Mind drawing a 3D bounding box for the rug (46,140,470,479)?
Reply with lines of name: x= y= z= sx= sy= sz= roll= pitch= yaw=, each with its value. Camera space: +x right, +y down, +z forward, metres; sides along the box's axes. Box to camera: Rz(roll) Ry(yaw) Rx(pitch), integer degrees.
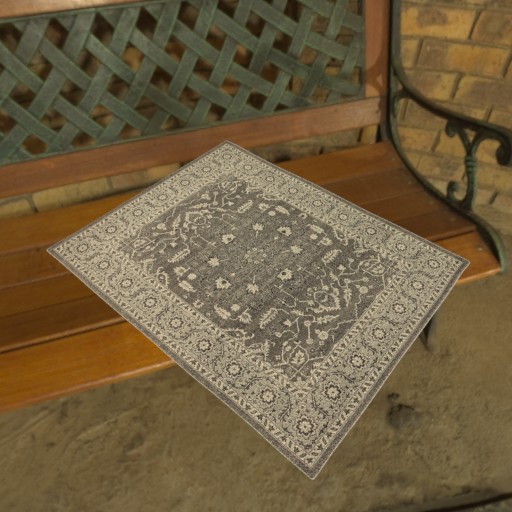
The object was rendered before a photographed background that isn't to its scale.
rug: x=0.000 y=0.000 z=4.088 sx=3.069 sy=0.026 sz=2.451 roll=32 pitch=55 yaw=26
